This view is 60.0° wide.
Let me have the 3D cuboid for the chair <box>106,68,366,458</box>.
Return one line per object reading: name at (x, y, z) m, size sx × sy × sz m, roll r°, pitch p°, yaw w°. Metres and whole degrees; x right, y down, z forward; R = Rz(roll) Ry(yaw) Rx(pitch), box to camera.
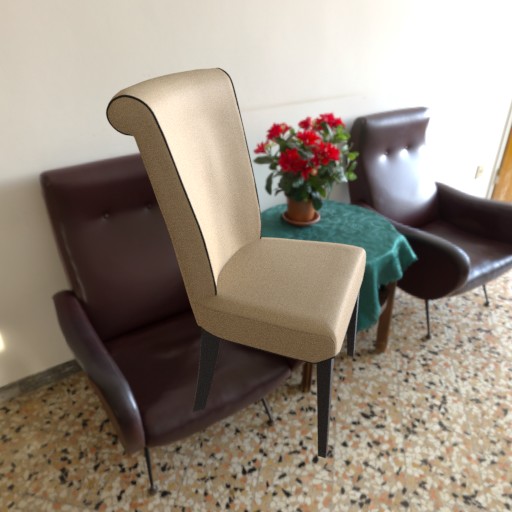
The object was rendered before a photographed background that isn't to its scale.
chair at (0.000, 0.000, 1.351) m, size 0.623 × 0.997 × 0.522 m, roll 11°, pitch 32°, yaw 18°
